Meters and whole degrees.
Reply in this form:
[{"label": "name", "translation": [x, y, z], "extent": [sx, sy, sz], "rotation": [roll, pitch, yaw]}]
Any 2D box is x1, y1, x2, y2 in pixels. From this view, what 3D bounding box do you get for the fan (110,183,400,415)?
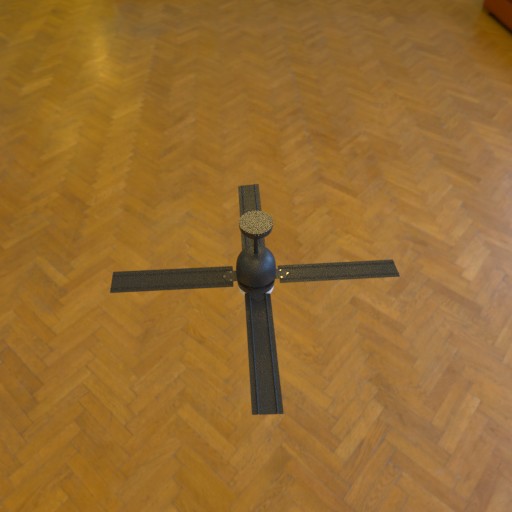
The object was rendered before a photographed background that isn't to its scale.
[{"label": "fan", "translation": [0.000, 0.000, 1.950], "extent": [1.319, 0.410, 1.319], "rotation": [-4, 48, -4]}]
